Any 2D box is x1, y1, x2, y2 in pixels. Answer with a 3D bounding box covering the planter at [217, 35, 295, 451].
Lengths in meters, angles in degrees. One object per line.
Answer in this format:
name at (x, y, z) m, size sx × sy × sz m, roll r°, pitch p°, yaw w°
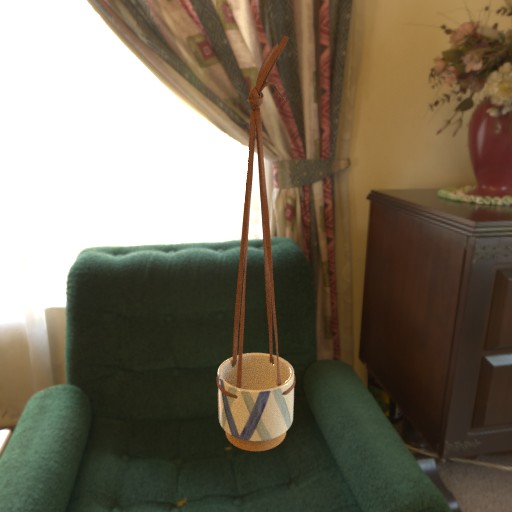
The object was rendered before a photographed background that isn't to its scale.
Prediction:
planter at (0.000, 0.000, 0.822) m, size 0.157 × 0.753 × 0.153 m, roll -8°, pitch 17°, yaw -26°
